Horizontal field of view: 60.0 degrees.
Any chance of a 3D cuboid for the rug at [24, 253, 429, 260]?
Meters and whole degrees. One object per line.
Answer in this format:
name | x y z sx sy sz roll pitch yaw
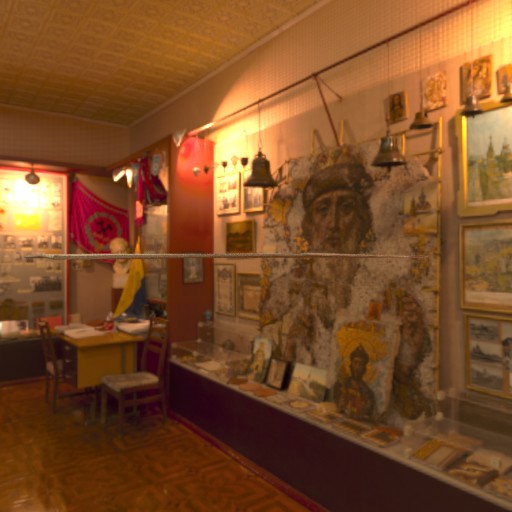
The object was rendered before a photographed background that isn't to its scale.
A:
rug | 0.000 0.000 2.571 2.320 0.032 0.692 0 0 -34
